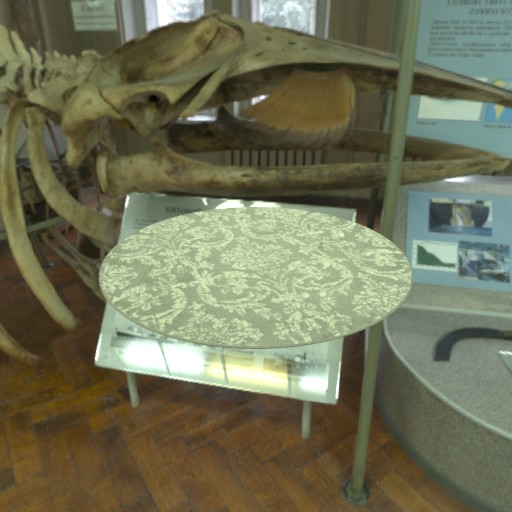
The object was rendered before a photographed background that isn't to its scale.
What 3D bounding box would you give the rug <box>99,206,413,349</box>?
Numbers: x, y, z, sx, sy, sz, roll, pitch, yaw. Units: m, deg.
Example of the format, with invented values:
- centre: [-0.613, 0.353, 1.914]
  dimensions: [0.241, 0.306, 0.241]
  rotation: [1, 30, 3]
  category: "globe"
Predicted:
- centre: [0.000, 0.000, 2.357]
  dimensions: [1.593, 0.012, 1.593]
  rotation: [0, 25, 0]
  category: "rug"
